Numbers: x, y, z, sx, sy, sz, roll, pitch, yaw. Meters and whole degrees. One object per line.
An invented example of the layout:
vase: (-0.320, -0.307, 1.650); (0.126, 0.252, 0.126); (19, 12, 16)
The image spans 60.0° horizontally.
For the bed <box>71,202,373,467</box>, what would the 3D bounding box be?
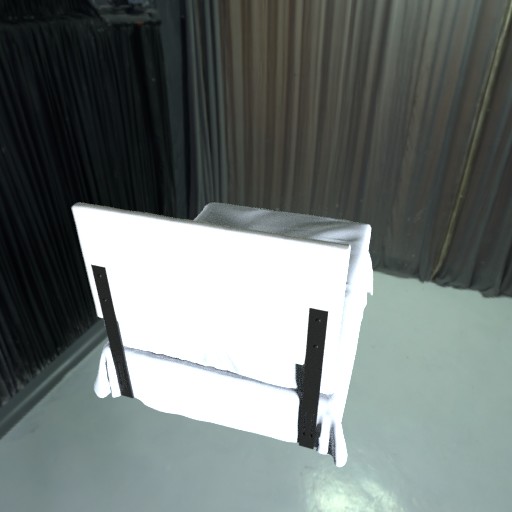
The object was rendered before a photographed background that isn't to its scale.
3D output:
bed: (0.000, 0.000, 3.606); (1.936, 1.577, 2.222); (10, 33, 15)
